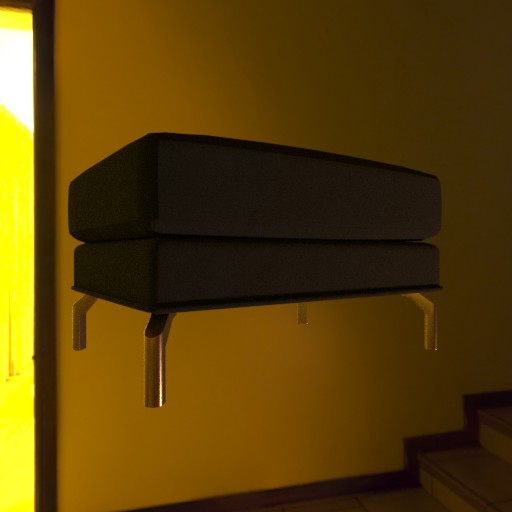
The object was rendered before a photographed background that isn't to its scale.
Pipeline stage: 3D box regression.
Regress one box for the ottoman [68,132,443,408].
[{"bbox_3d":[0.000,0.000,1.183,0.835,0.498,0.587,0,0,-34],"label":"ottoman"}]
